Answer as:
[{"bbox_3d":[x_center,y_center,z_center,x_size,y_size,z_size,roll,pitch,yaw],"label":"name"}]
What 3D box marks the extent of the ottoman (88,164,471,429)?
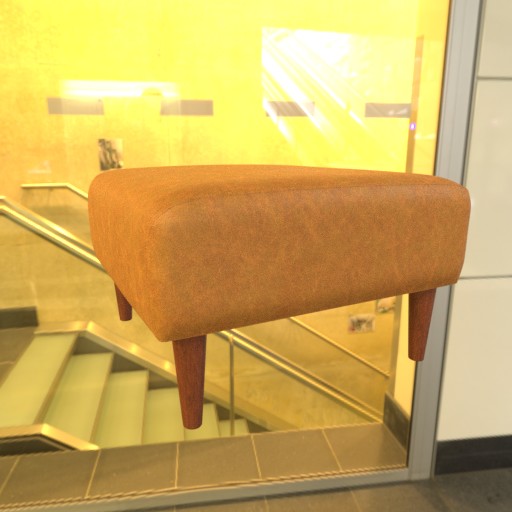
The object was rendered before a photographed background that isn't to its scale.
[{"bbox_3d":[0.000,0.000,1.018,0.650,0.399,0.650,-7,15,-27],"label":"ottoman"}]
